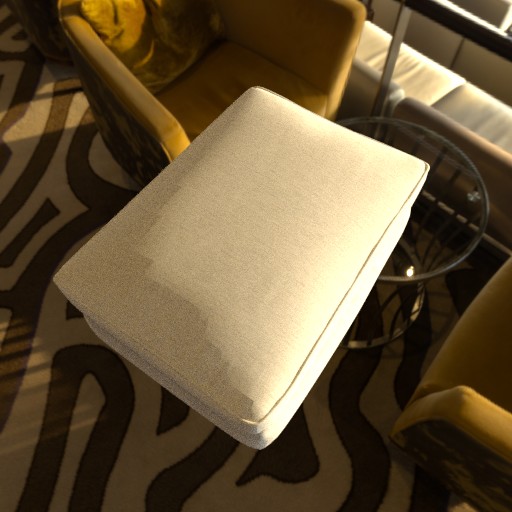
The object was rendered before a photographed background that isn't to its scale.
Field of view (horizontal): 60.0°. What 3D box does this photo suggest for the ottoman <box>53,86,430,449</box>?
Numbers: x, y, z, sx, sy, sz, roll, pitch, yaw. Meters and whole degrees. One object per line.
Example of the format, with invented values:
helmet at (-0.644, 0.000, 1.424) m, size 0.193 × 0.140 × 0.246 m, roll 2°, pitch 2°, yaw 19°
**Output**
ottoman at (0.000, 0.000, 0.987) m, size 0.501 × 0.406 × 0.665 m, roll 31°, pitch 64°, yaw 17°
